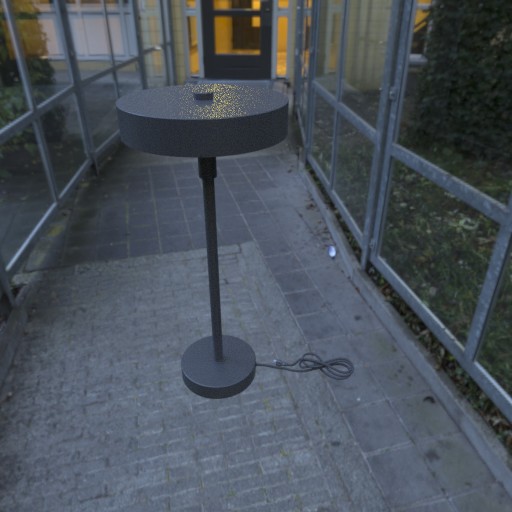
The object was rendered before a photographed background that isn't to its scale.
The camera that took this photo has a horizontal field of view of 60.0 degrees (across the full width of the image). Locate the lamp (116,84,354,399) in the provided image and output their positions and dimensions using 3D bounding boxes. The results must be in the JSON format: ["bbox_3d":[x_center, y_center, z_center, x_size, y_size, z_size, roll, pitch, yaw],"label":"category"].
[{"bbox_3d":[0.000,0.000,0.720,0.369,0.508,0.229,0,30,0],"label":"lamp"}]
